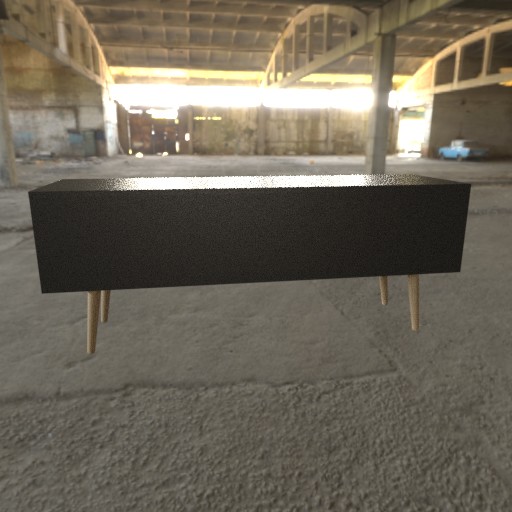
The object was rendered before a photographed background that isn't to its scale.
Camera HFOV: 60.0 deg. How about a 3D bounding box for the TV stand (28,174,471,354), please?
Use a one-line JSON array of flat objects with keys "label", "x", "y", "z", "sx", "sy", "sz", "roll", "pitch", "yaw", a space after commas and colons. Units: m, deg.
[{"label": "TV stand", "x": 0.000, "y": 0.000, "z": 1.548, "sx": 1.312, "sy": 0.518, "sz": 0.390, "roll": -2, "pitch": 15, "yaw": -9}]
